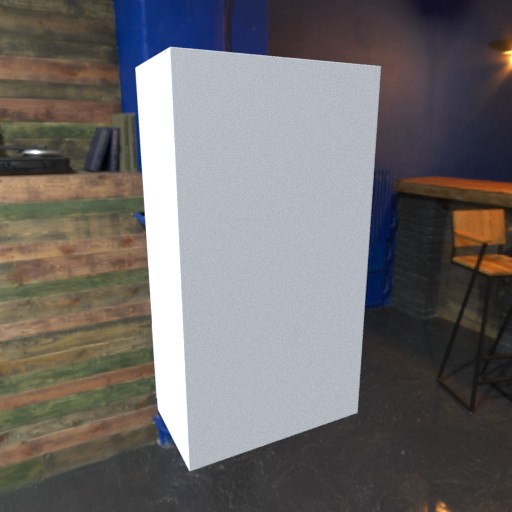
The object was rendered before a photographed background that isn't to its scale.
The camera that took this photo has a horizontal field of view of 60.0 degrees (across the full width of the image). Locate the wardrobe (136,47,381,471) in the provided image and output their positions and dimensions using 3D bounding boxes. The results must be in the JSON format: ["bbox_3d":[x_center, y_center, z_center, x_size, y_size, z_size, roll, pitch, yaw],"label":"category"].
[{"bbox_3d":[0.000,0.000,2.287,0.991,1.808,0.577,-8,17,-26],"label":"wardrobe"}]
